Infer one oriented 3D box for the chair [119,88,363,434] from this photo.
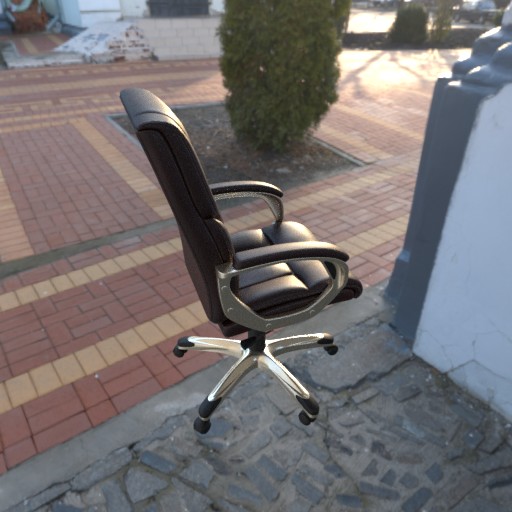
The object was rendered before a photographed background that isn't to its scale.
[{"bbox_3d":[0.000,0.000,1.547,0.739,1.107,0.662,-10,32,-17],"label":"chair"}]
